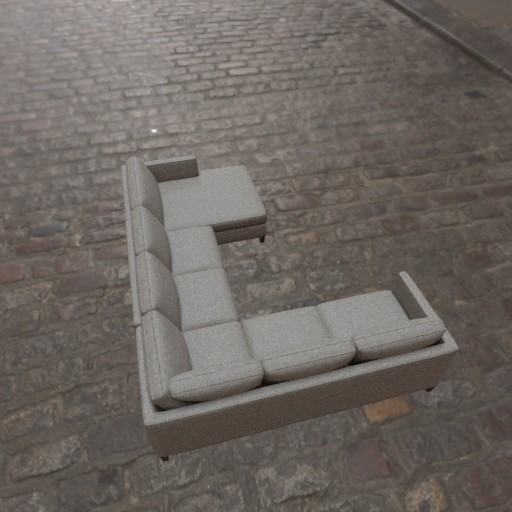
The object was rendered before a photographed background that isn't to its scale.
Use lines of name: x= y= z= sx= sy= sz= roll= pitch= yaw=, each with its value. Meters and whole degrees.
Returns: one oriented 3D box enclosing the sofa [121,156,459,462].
sofa: x=0.000 y=0.000 z=4.650 sx=2.551 sy=0.889 sz=3.403 roll=-11 pitch=46 yaw=-10
